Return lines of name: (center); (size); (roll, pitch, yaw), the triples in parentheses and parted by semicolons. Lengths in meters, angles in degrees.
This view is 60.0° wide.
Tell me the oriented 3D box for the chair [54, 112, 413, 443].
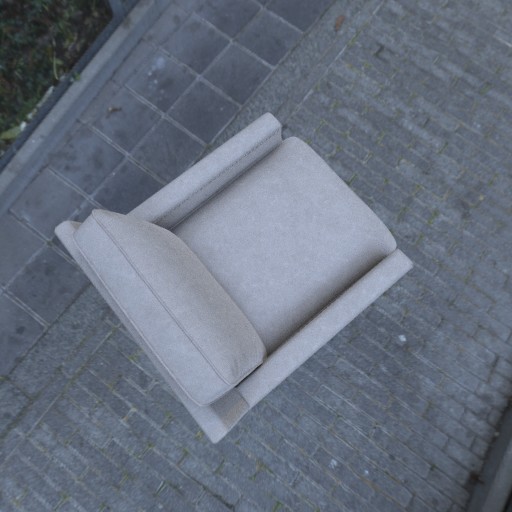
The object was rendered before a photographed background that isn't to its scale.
chair: (0.000, 0.000, 1.746); (1.014, 0.943, 0.853); (-39, 78, -9)
